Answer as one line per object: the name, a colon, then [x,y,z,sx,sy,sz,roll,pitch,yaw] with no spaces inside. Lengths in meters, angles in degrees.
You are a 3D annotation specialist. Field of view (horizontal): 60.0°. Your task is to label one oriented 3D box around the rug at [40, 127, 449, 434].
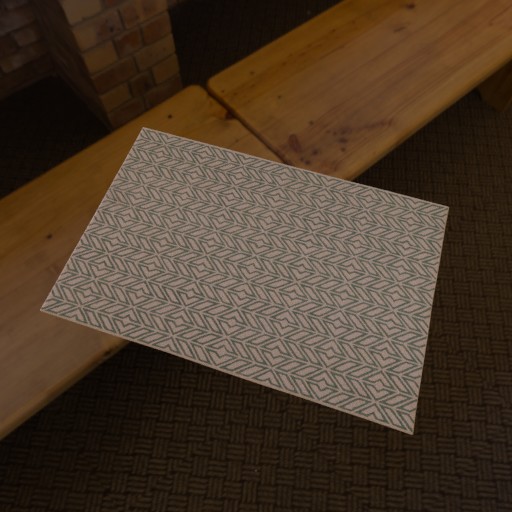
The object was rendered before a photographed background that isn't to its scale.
rug: [0.000,0.000,2.300,1.828,0.007,1.220,16,65,8]
